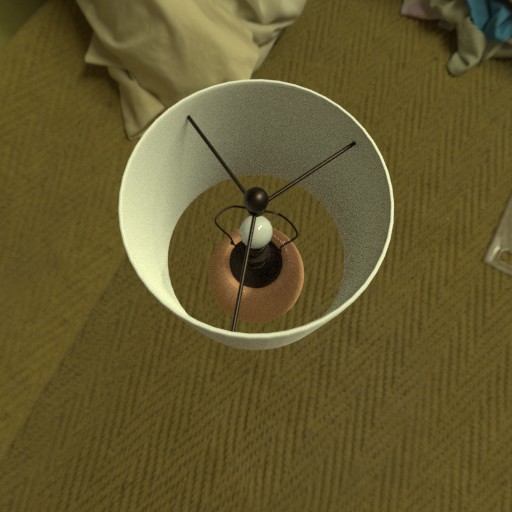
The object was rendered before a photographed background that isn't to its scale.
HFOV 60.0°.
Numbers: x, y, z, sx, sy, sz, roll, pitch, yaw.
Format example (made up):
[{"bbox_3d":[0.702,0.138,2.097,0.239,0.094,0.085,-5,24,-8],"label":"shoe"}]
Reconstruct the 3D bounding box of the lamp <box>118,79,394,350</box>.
[{"bbox_3d":[0.000,0.000,0.790,0.329,0.570,0.329,0,76,0],"label":"lamp"}]
